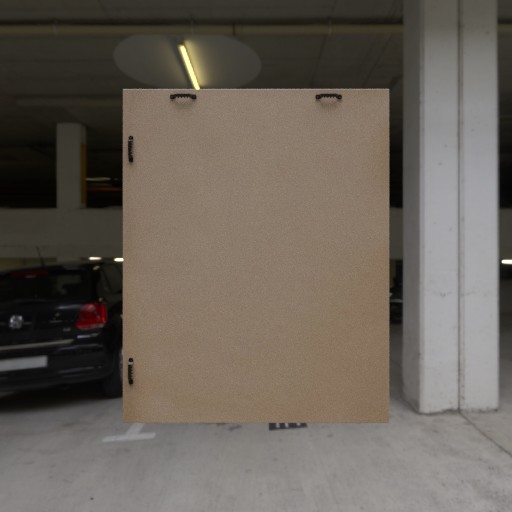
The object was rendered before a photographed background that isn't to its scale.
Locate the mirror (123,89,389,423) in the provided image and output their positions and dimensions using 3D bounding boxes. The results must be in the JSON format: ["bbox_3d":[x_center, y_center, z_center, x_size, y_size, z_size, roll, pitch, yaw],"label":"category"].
[{"bbox_3d":[0.000,0.000,0.689,0.405,0.508,0.041,0,0,0],"label":"mirror"}]
